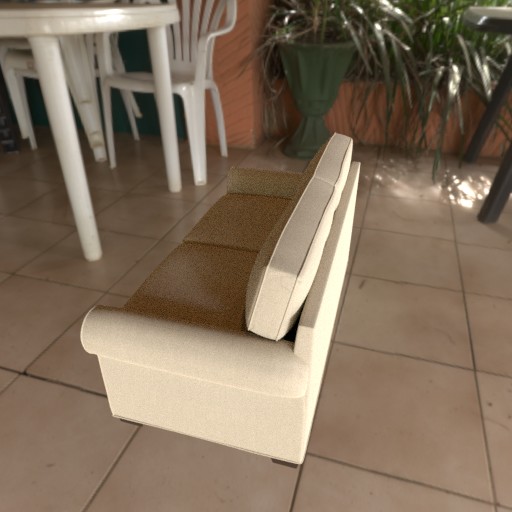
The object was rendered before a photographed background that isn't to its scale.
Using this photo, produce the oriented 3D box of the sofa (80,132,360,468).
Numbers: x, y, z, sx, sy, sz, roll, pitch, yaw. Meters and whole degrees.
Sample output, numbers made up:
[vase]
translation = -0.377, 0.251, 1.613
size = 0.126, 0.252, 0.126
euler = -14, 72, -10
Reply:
[sofa]
translation = 0.000, 0.000, 2.286
size = 0.861, 0.933, 1.774
euler = 9, 32, 14
